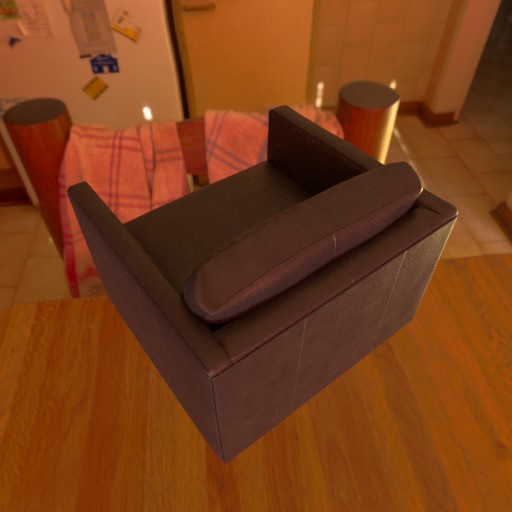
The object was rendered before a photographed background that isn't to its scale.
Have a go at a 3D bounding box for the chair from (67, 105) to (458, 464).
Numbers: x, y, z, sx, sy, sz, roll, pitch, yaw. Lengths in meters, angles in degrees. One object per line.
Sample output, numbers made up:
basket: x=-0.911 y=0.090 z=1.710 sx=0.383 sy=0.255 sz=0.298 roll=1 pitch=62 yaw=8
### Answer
chair: x=0.000 y=0.000 z=1.580 sx=0.939 sy=0.811 sz=0.862 roll=-29 pitch=53 yaw=-25
